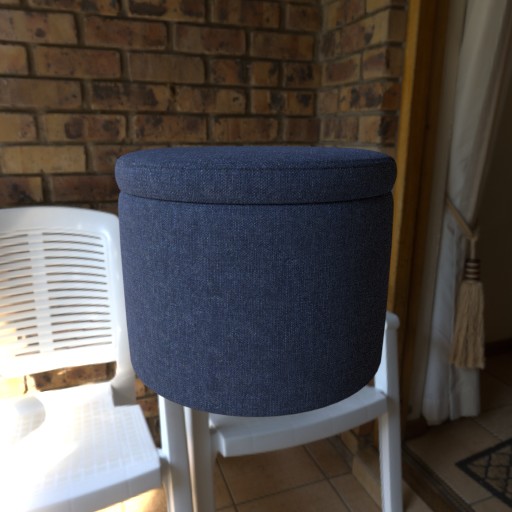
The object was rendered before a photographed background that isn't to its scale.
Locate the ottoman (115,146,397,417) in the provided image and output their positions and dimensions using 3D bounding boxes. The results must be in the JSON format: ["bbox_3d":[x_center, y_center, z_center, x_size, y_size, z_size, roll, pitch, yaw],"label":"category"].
[{"bbox_3d":[0.000,0.000,0.895,0.520,0.430,0.520,0,15,0],"label":"ottoman"}]
